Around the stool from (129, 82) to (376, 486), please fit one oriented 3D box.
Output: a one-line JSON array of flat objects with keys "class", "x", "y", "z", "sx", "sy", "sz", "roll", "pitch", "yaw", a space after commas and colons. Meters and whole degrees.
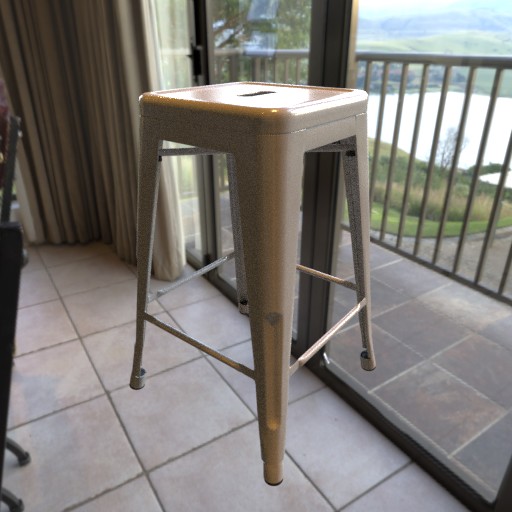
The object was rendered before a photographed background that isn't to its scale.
[{"class": "stool", "x": 0.000, "y": 0.000, "z": 0.872, "sx": 0.406, "sy": 0.610, "sz": 0.406, "roll": 19, "pitch": 32, "yaw": 34}]
